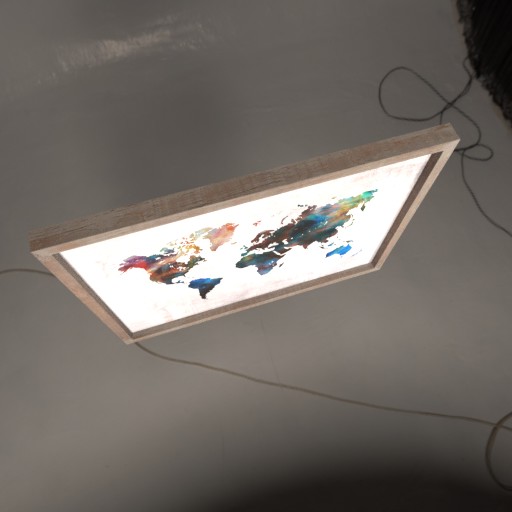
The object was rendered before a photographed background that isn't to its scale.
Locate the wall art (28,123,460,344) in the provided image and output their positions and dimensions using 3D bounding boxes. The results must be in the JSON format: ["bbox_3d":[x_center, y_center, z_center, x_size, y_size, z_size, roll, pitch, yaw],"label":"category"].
[{"bbox_3d":[0.000,0.000,1.772,1.320,1.009,0.070,-16,65,-7],"label":"wall art"}]
